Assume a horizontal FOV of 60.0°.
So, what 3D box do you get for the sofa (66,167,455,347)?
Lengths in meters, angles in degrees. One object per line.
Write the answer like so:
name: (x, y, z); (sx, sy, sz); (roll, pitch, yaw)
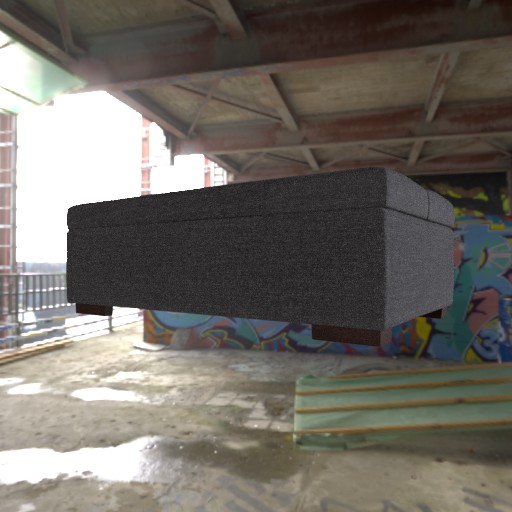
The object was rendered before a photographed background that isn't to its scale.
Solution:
sofa: (0.000, 0.000, 1.610); (1.198, 0.417, 0.782); (-1, -1, 35)
